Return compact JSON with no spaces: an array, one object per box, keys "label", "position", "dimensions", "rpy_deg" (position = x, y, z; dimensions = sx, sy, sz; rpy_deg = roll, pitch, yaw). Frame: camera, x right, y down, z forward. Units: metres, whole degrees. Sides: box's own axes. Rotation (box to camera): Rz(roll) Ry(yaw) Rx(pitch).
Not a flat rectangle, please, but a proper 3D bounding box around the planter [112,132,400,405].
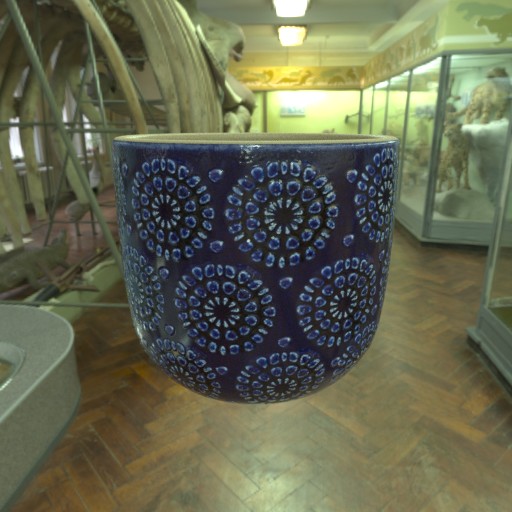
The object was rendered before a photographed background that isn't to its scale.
[{"label":"planter","position":[0.000,0.000,0.284],"dimensions":[0.165,0.149,0.165],"rpy_deg":[0,17,0]}]
